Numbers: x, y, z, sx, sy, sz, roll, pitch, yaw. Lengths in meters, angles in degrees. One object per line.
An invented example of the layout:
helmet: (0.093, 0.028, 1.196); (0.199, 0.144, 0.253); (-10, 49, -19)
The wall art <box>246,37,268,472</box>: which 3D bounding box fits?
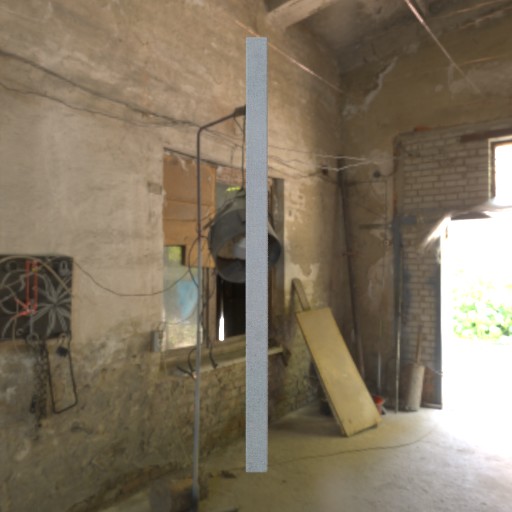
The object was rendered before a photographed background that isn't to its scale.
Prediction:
wall art: (0.000, 0.000, 1.155); (0.038, 0.762, 0.762); (0, -1, 0)
